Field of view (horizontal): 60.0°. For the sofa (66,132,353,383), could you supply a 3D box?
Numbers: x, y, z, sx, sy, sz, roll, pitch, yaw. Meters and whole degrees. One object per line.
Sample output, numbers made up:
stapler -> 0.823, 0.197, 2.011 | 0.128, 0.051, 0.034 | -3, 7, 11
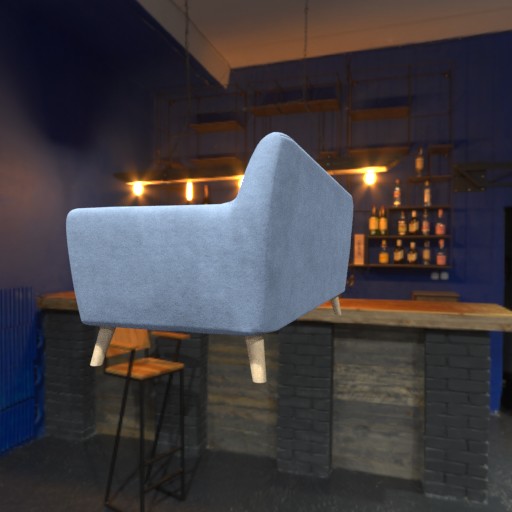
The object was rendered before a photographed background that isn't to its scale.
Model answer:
sofa -> 0.000, 0.000, 2.393 | 0.830, 0.830, 1.970 | 0, 0, 19
